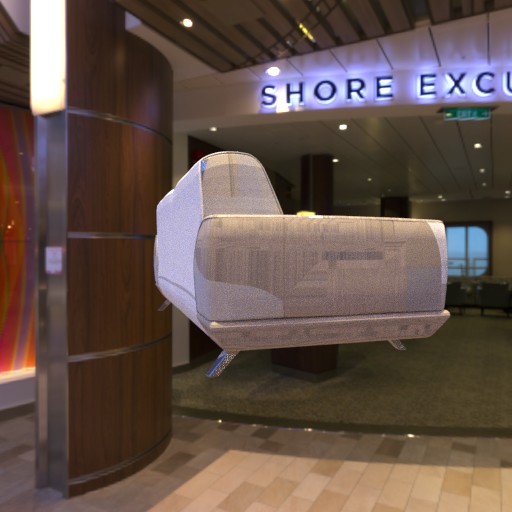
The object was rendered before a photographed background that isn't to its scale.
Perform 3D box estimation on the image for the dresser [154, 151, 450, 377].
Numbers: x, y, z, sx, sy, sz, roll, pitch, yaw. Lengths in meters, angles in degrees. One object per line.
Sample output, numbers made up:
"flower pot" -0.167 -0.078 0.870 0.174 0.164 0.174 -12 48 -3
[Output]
"dresser" 0.000 0.000 5.816 2.251 1.863 4.679 0 1 -18
